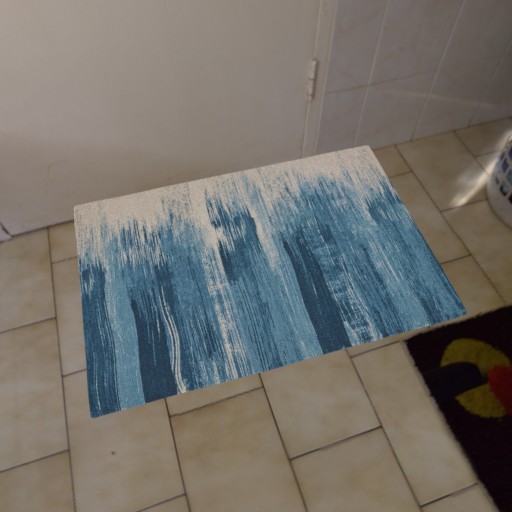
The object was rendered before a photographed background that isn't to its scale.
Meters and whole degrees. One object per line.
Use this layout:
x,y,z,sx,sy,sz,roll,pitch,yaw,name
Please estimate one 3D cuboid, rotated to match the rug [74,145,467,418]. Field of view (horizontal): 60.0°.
0.000,0.000,2.364,1.836,0.009,1.232,-13,58,-8,rug
